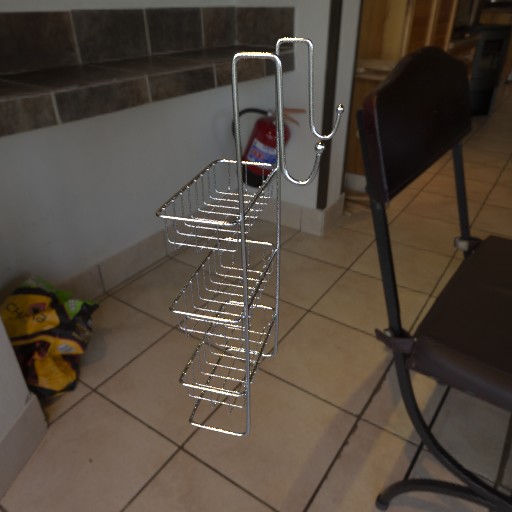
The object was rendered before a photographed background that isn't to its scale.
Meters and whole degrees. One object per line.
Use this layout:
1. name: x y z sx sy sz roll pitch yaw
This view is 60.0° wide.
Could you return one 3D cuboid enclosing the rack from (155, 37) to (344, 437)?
1. rack: 0.000 0.000 0.661 0.202 0.574 0.228 8 31 13
